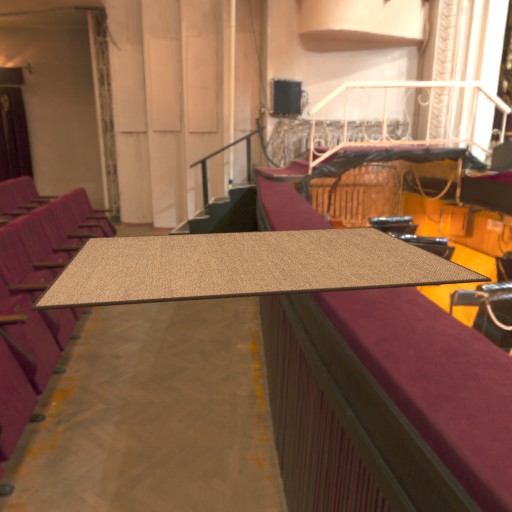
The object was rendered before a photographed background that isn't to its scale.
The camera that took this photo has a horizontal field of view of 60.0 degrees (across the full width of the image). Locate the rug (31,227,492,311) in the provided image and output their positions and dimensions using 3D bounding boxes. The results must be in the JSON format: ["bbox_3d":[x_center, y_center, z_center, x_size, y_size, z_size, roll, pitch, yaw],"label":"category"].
[{"bbox_3d":[0.000,0.000,2.078,1.676,0.013,1.067,-3,15,-10],"label":"rug"}]
